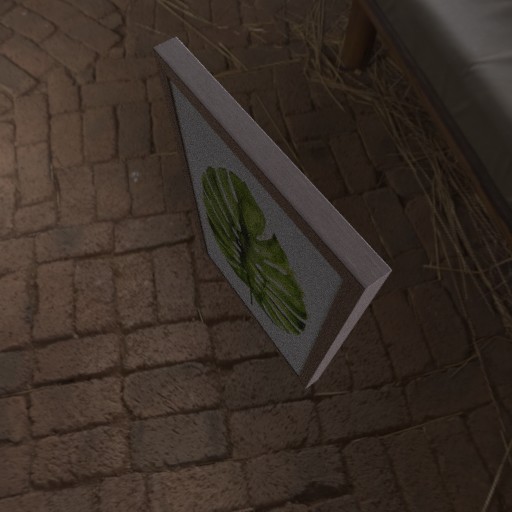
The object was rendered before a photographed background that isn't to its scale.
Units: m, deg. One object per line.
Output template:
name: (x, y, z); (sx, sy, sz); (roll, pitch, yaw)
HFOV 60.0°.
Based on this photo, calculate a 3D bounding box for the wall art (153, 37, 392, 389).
wall art: (0.000, 0.000, 0.668); (0.032, 0.510, 0.358); (-33, 69, -15)
